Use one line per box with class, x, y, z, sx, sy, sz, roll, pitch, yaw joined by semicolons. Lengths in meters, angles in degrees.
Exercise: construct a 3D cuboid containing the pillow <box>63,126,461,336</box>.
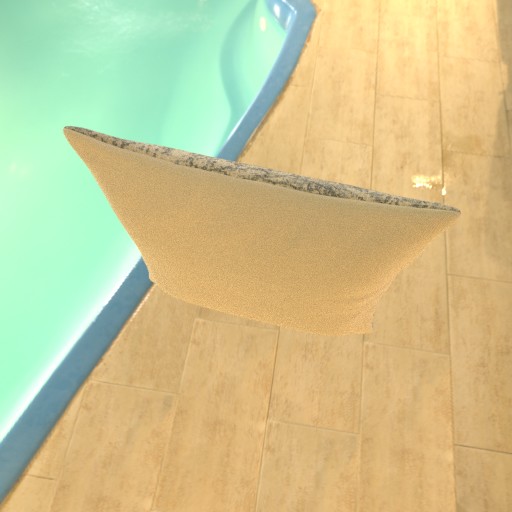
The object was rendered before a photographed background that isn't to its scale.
pillow;0.000;0.000;0.782;0.523;0.510;0.166;13;64;6
